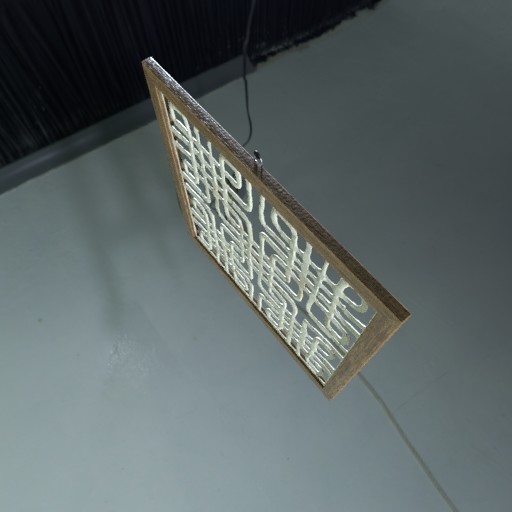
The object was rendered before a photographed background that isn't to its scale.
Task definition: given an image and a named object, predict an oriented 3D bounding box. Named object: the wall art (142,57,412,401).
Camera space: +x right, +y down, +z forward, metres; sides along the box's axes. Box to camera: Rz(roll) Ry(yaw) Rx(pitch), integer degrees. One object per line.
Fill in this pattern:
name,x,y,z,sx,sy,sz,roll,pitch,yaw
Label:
wall art,0.000,0.000,0.853,0.021,0.582,0.561,-36,68,-17
